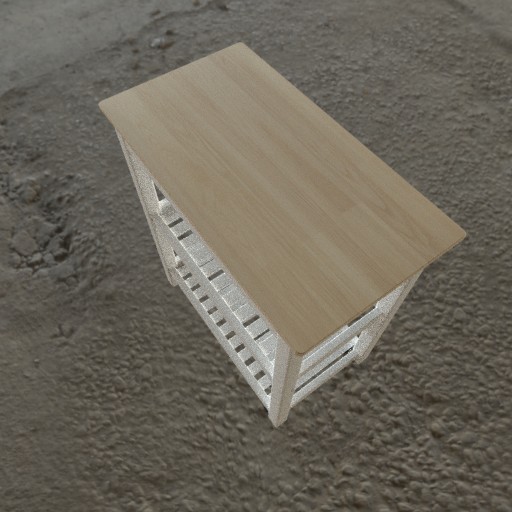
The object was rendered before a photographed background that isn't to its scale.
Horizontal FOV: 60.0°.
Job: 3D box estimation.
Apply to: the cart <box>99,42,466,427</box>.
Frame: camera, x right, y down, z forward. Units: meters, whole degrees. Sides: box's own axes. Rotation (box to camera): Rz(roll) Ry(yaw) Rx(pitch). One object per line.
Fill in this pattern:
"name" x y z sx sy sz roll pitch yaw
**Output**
"cart" 0.000 0.000 1.448 0.457 0.927 0.899 -32 63 -18
